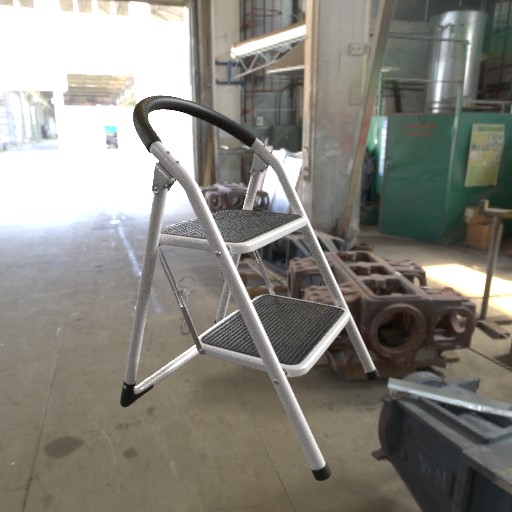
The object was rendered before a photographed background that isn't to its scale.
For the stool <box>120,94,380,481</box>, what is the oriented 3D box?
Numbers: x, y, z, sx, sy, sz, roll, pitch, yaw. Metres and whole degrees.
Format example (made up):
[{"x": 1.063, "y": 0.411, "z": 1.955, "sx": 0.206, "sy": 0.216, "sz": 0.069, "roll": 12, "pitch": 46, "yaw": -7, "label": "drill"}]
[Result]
[{"x": 0.000, "y": 0.000, "z": 1.085, "sx": 0.559, "sy": 0.760, "sz": 0.453, "roll": 8, "pitch": 18, "yaw": 27, "label": "stool"}]
